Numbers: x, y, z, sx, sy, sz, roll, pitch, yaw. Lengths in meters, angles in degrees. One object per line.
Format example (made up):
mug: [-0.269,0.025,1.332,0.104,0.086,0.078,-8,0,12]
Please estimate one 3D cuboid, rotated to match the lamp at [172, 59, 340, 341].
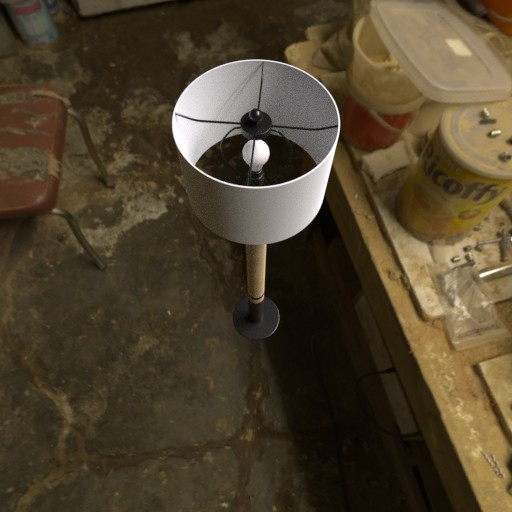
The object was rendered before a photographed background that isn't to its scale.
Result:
lamp: [0.000,0.000,1.650,0.381,1.478,0.381,-13,65,-6]
